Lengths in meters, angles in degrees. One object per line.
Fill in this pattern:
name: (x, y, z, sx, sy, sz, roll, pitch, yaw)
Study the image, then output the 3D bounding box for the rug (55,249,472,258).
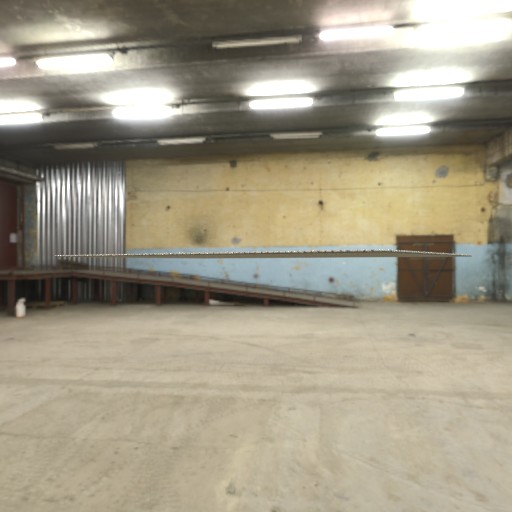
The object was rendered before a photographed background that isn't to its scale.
rug: (0.000, 0.000, 2.195, 1.752, 0.008, 1.144, -1, -1, 37)
